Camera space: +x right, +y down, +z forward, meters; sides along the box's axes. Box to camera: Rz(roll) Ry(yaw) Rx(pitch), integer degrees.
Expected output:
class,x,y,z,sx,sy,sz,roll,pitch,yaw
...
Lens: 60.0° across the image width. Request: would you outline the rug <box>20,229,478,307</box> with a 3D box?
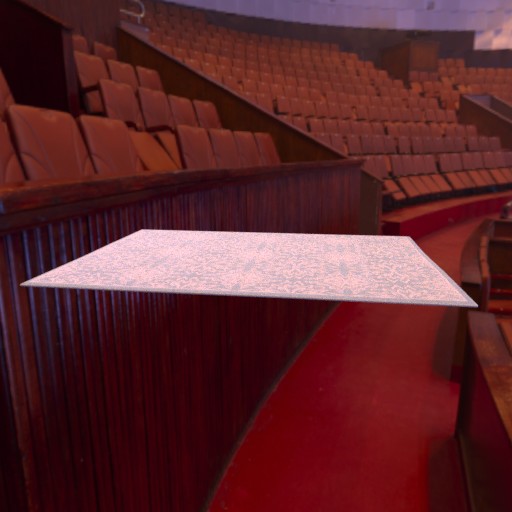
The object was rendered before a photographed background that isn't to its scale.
class,x,y,z,sx,sy,sz,roll,pitch,yaw
rug,0.000,0.000,2.864,2.205,0.014,1.589,2,14,8
